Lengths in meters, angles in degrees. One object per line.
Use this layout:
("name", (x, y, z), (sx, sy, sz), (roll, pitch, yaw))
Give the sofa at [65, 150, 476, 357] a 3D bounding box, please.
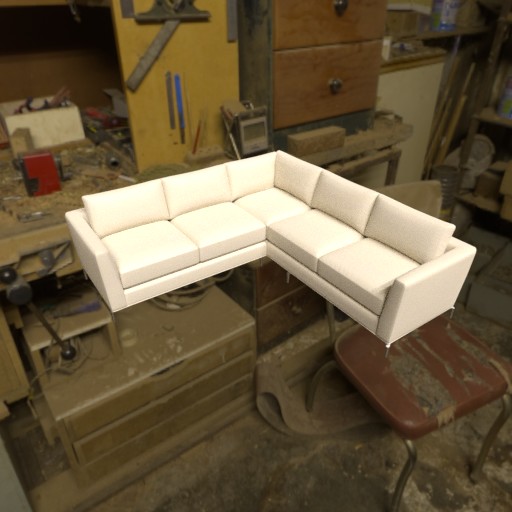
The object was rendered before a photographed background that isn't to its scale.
("sofa", (0.000, 0.000, 3.754), (2.430, 0.867, 2.448), (-20, 37, -29))
